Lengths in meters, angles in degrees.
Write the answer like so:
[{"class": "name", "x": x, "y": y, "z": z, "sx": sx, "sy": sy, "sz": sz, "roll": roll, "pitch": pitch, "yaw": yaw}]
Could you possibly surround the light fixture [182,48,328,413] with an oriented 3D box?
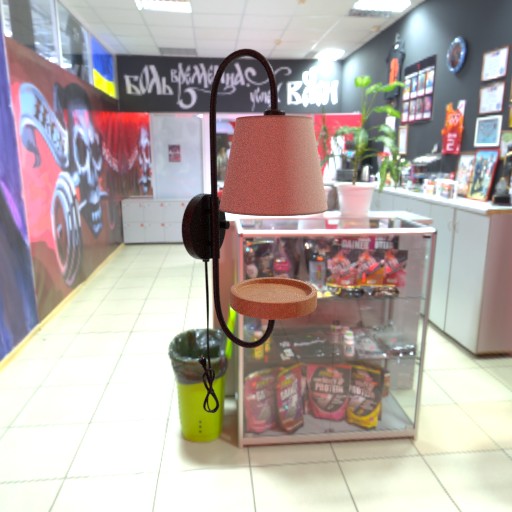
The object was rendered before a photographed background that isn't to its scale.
[{"class": "light fixture", "x": 0.000, "y": 0.000, "z": 0.942, "sx": 0.299, "sy": 0.821, "sz": 0.220, "roll": 7, "pitch": 15, "yaw": 27}]
